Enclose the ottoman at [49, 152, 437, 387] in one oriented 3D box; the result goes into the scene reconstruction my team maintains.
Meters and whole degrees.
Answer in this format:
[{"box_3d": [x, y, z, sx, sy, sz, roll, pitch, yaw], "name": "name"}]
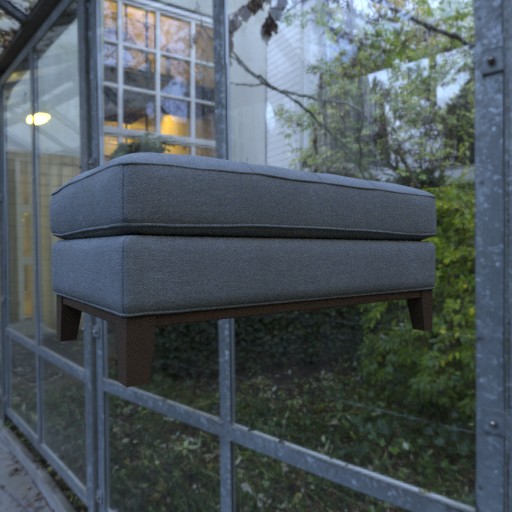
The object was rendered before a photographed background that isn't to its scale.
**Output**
[{"box_3d": [0.000, 0.000, 1.454, 1.143, 0.514, 0.648, -1, 1, -37], "name": "ottoman"}]
